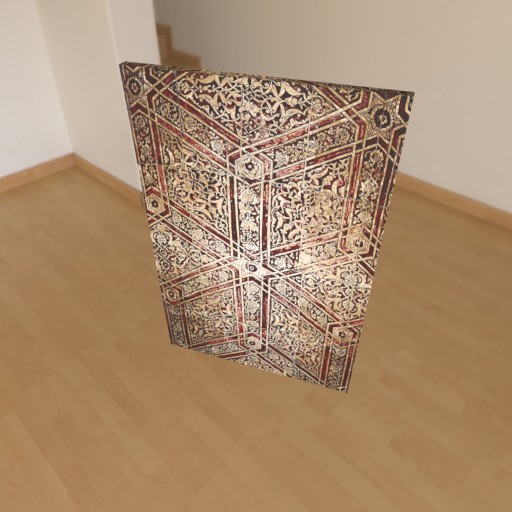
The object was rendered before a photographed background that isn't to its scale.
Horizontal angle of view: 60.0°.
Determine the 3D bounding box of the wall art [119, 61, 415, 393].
[{"bbox_3d":[0.000,0.000,0.764,0.397,0.599,0.020,12,41,14],"label":"wall art"}]
